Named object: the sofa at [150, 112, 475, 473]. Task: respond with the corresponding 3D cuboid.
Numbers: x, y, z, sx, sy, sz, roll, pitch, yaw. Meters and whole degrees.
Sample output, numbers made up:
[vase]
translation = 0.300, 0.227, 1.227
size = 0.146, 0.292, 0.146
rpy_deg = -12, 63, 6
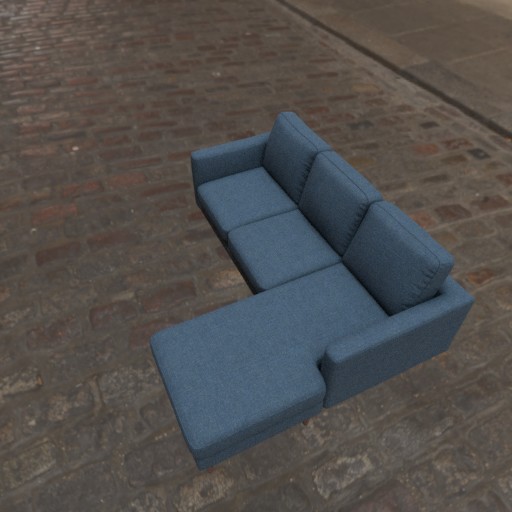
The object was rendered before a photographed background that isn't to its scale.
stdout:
[sofa]
translation = 0.000, 0.000, 2.942
size = 1.667, 0.957, 2.055
rpy_deg = -19, 49, -18
